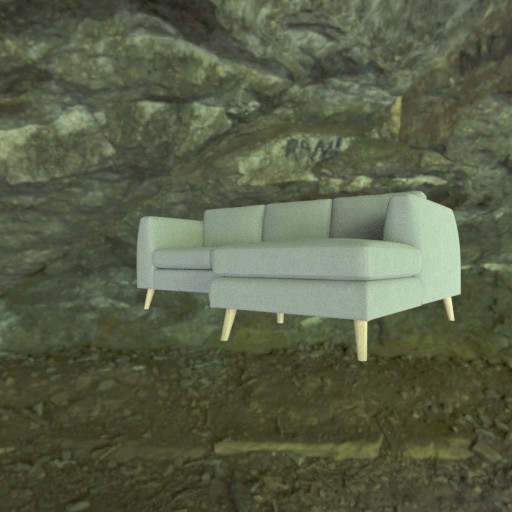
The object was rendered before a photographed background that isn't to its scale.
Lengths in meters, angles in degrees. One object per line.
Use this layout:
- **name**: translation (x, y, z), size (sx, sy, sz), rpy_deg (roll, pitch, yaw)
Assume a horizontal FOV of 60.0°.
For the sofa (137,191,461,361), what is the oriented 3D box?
- **sofa**: translation (0.000, 0.000, 3.026), size (2.300, 0.860, 1.580), rpy_deg (0, -1, 37)
